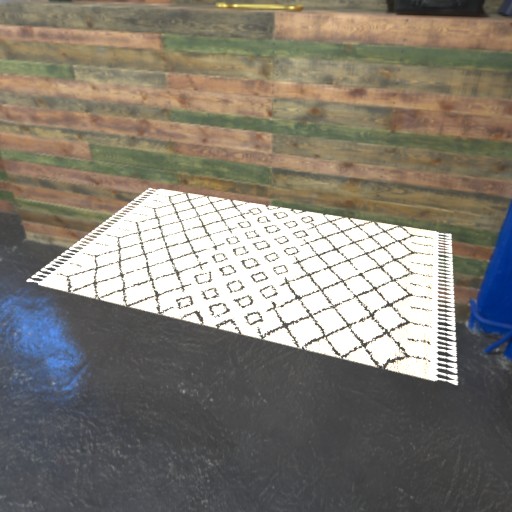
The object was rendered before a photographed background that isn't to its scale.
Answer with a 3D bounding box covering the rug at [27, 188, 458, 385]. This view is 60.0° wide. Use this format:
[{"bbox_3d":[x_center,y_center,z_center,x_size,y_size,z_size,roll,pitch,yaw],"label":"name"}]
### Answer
[{"bbox_3d":[0.000,0.000,2.397,2.006,0.008,1.196,11,34,16],"label":"rug"}]
